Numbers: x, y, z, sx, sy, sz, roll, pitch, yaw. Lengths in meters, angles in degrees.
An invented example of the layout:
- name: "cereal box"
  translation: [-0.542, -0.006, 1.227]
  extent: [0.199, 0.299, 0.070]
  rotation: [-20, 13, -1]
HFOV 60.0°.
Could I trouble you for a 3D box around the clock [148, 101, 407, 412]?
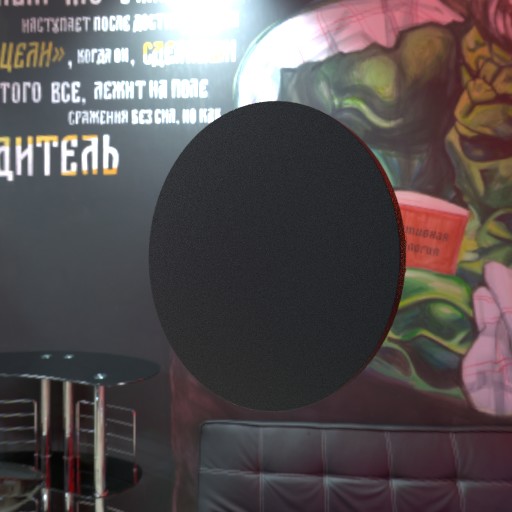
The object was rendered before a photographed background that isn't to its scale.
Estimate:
- name: "clock"
  translation: [0.000, 0.000, 0.674]
  extent: [0.454, 0.454, 0.038]
  rotation: [-1, -1, 37]
